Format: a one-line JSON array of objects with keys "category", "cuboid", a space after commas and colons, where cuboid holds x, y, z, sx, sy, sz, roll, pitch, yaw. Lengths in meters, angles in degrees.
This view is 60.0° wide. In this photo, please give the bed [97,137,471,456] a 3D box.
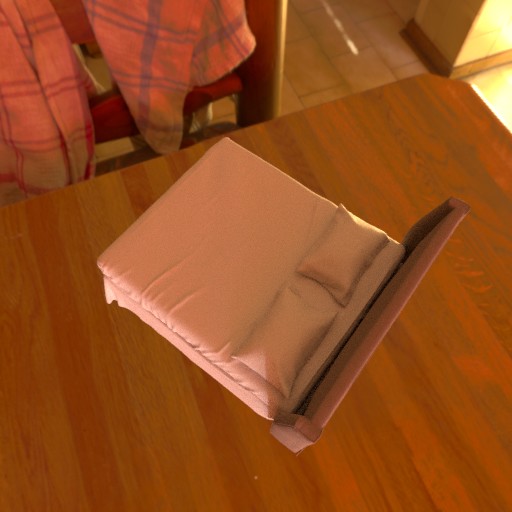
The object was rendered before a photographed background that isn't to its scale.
[{"category": "bed", "cuboid": [0.000, 0.000, 3.563, 2.276, 1.332, 1.925, 35, 68, 16]}]
